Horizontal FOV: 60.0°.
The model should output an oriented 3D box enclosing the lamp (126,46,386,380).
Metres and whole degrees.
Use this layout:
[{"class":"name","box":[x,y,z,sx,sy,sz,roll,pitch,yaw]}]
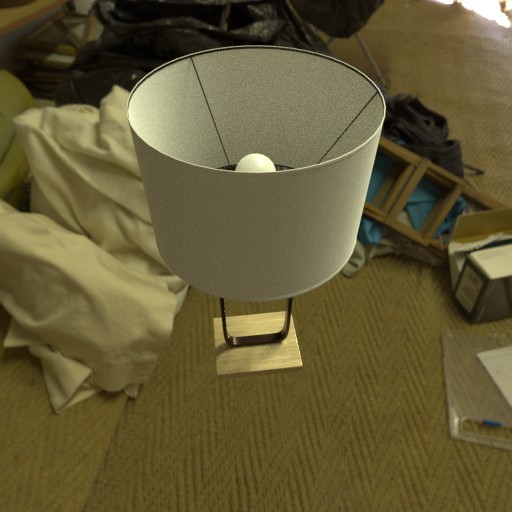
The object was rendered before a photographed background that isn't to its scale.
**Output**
[{"class":"lamp","box":[0.000,0.000,0.670,0.279,0.508,0.279,-5,47,-5]}]
